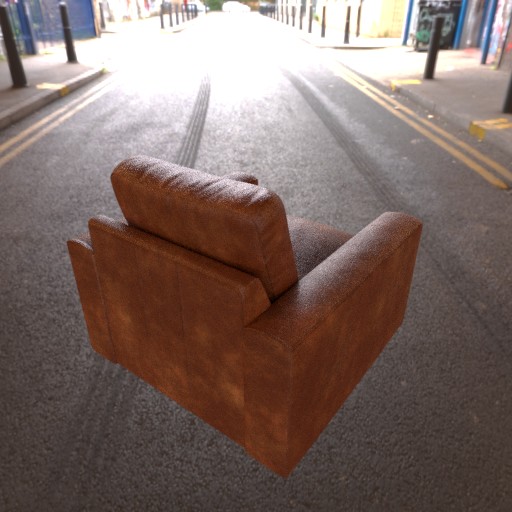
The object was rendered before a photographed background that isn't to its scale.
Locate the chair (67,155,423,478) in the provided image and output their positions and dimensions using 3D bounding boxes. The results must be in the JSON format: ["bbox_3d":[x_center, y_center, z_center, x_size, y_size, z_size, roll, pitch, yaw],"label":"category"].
[{"bbox_3d":[0.000,0.000,1.782,1.005,0.873,1.016,21,36,31],"label":"chair"}]
